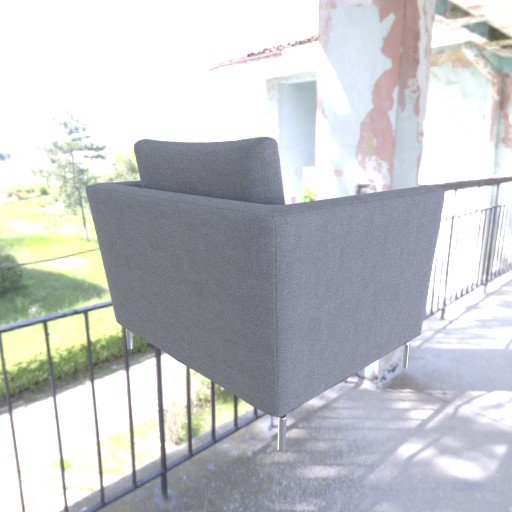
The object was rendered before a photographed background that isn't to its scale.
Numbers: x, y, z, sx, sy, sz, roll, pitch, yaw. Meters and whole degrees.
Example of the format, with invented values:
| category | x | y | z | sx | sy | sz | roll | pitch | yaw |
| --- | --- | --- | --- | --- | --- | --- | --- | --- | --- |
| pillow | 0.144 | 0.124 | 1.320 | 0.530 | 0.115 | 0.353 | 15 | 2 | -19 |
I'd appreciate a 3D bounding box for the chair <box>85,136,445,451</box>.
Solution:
| category | x | y | z | sx | sy | sz | roll | pitch | yaw |
| --- | --- | --- | --- | --- | --- | --- | --- | --- | --- |
| chair | 0.000 | 0.000 | 1.687 | 0.889 | 0.864 | 1.041 | -13 | 19 | -42 |
